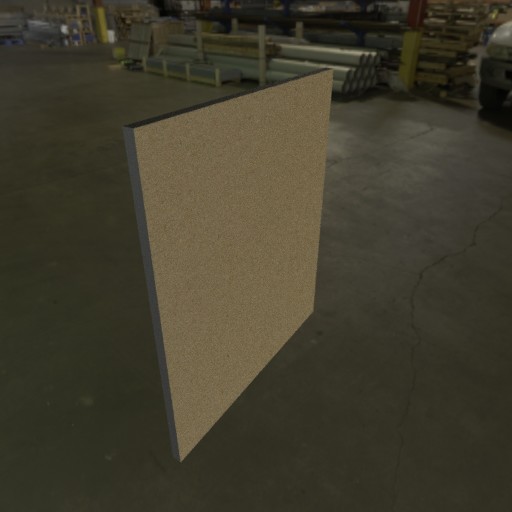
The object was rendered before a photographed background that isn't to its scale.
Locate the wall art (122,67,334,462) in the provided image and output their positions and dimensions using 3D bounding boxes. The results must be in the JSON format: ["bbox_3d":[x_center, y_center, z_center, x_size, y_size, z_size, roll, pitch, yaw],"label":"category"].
[{"bbox_3d":[0.000,0.000,1.207,0.028,0.863,0.755,19,36,28],"label":"wall art"}]
